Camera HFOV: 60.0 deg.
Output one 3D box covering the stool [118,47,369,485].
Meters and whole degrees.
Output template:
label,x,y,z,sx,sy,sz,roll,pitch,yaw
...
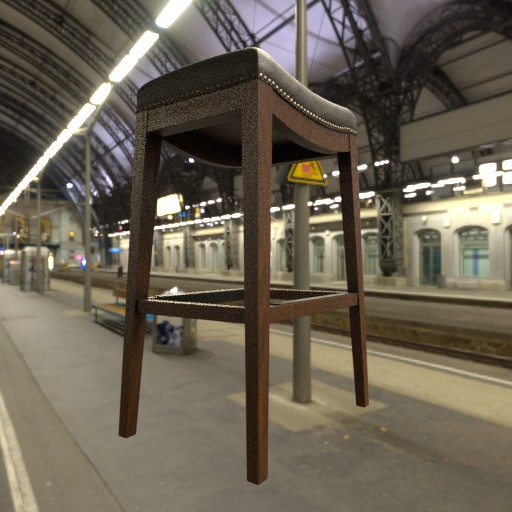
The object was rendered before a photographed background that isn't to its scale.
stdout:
label,x,y,z,sx,sy,sz,roll,pitch,yaw
stool,0.000,0.000,1.042,0.361,0.765,0.500,0,-1,35
